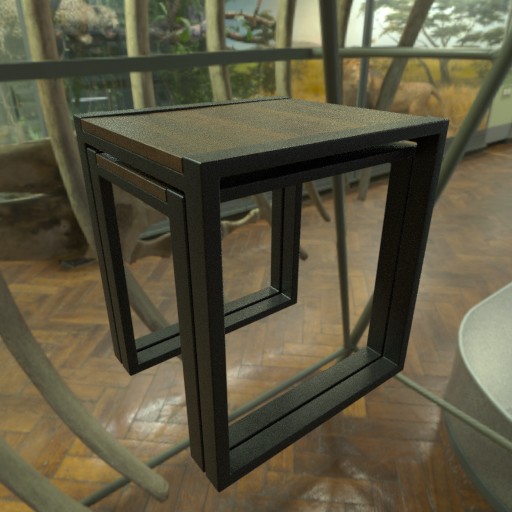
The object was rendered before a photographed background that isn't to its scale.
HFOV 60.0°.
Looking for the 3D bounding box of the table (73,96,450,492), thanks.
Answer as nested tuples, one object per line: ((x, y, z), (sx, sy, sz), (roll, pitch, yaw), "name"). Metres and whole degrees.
((0.000, 0.000, 0.906), (0.500, 0.550, 0.449), (-19, 32, -33), "table")
